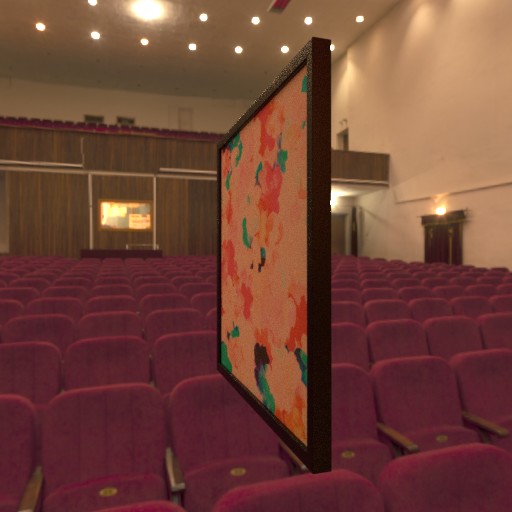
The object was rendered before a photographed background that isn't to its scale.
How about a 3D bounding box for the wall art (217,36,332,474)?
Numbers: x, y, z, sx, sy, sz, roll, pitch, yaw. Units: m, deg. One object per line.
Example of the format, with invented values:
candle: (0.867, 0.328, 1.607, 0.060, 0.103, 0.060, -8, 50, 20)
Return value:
wall art: (0.000, 0.000, 1.130, 0.036, 0.755, 0.756, 0, 0, -18)
